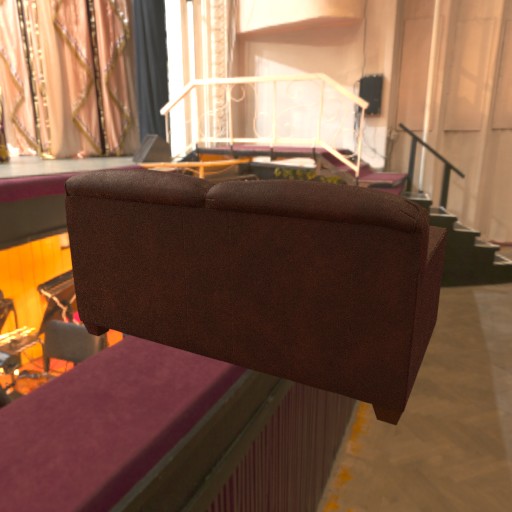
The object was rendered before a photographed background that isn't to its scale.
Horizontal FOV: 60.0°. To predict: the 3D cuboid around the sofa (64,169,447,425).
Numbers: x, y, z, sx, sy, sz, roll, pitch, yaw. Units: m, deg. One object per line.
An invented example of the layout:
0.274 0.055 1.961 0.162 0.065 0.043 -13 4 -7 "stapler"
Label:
0.000 0.000 2.446 1.856 0.966 1.000 8 18 27 "sofa"
